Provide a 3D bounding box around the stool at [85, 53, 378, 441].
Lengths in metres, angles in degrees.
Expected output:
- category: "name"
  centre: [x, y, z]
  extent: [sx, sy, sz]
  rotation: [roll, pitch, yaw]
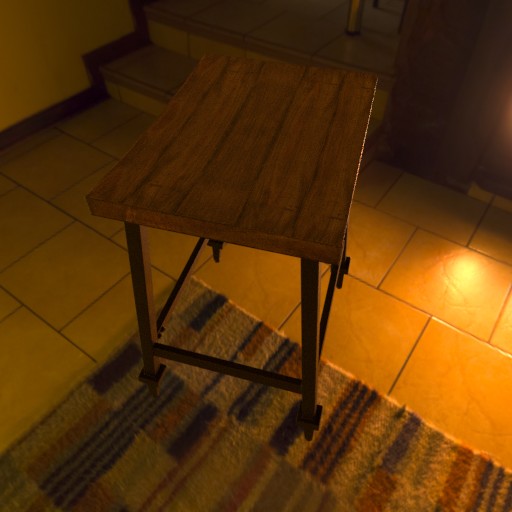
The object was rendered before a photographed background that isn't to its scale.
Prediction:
- category: "stool"
  centre: [0.000, 0.000, 0.946]
  extent: [0.405, 0.625, 0.486]
  rotation: [12, 48, 11]
